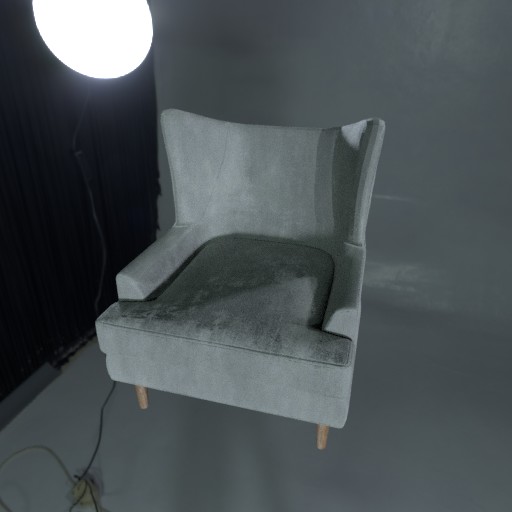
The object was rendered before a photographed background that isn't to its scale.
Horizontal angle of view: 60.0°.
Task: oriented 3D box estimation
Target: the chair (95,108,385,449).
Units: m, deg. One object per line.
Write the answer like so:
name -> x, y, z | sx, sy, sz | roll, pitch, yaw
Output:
chair -> 0.000, 0.000, 1.599 | 0.784, 0.950, 0.906 | 7, 27, 14
